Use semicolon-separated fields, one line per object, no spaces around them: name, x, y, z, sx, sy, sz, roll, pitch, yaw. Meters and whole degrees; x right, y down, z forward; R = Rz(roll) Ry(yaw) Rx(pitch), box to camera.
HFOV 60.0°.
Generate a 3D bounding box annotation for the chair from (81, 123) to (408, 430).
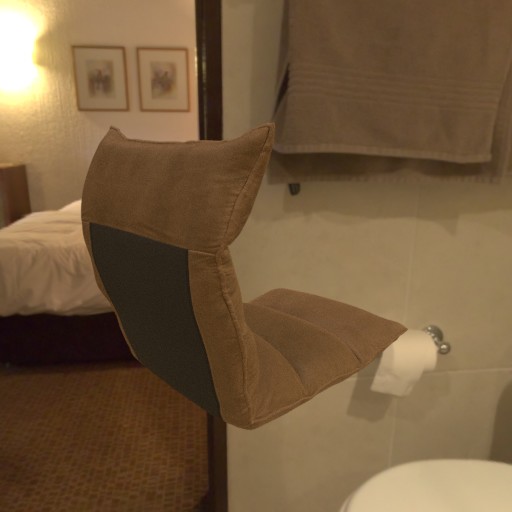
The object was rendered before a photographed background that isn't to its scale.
chair;0.000;0.000;1.574;0.985;0.892;0.714;-15;21;-42
